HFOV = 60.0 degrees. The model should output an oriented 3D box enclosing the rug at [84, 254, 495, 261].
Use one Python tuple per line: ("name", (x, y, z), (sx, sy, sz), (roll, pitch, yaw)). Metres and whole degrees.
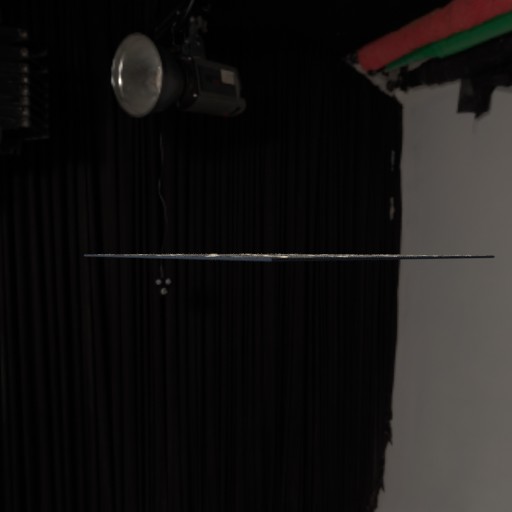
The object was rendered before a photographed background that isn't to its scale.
("rug", (0.000, 0.000, 2.846), (1.528, 0.014, 2.294), (0, 1, -36))
